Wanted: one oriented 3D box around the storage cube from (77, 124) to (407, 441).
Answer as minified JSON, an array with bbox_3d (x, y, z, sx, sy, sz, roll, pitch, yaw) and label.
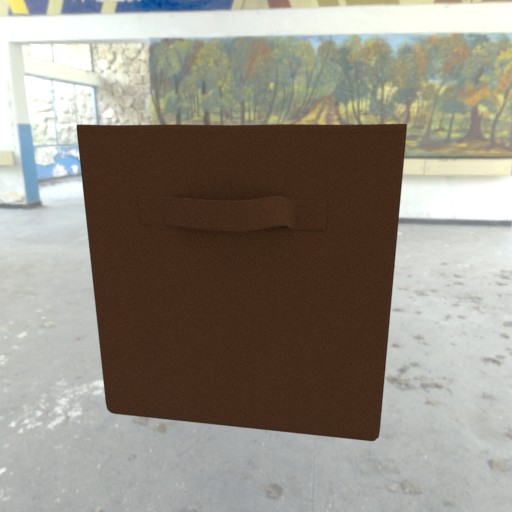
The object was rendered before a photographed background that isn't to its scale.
[{"bbox_3d":[0.000,0.000,0.496,0.270,0.280,0.270,3,16,9],"label":"storage cube"}]
